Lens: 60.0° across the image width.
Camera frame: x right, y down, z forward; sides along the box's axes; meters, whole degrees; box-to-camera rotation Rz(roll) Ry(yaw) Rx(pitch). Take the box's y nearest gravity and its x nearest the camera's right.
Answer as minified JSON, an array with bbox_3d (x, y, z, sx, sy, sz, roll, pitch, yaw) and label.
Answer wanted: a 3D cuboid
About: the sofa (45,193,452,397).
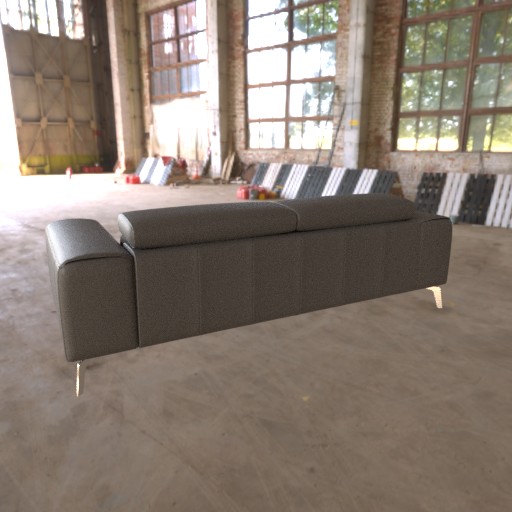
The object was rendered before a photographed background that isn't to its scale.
[{"bbox_3d":[0.000,0.000,2.760,2.321,0.759,1.023,-8,17,-26],"label":"sofa"}]
